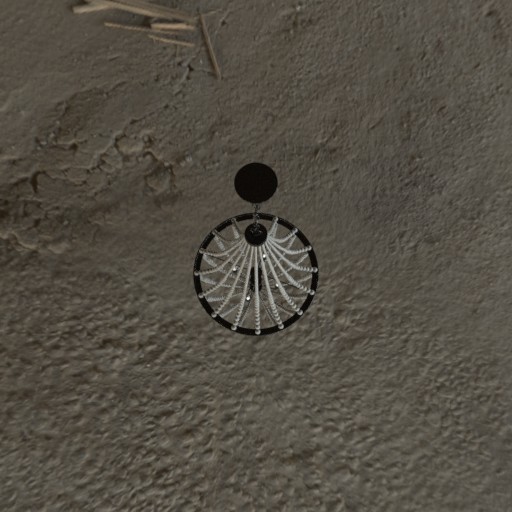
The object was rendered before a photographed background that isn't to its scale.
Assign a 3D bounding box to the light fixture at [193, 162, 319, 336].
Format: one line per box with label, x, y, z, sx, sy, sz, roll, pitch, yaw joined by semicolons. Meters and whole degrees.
light fixture;0.000;0.000;1.345;0.450;1.133;0.450;0;77;0
